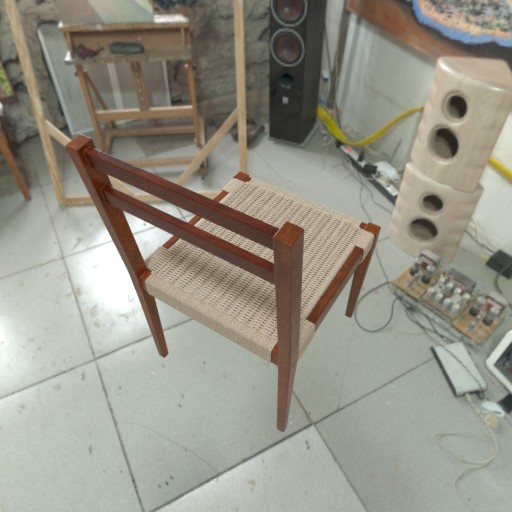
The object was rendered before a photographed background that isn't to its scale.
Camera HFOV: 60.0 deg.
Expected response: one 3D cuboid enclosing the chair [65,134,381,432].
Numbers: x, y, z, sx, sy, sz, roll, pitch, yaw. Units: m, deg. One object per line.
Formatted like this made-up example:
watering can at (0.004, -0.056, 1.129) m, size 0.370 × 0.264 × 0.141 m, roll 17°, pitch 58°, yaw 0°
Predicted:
chair at (0.000, 0.000, 1.214) m, size 0.495 × 0.851 × 0.569 m, roll 25°, pitch 52°, yaw 22°
